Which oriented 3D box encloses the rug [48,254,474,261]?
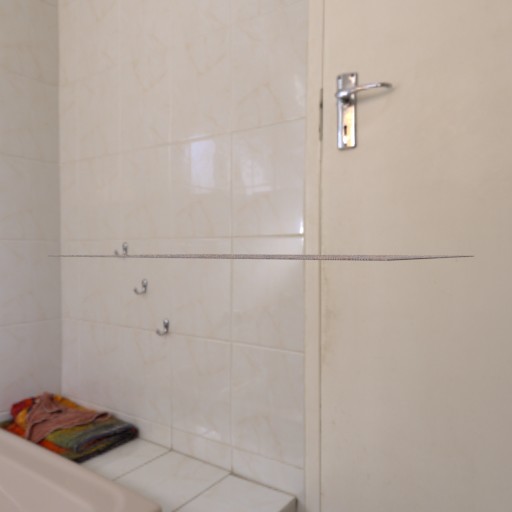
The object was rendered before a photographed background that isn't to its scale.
[{"bbox_3d":[0.000,0.000,2.273,1.818,0.005,1.217,0,1,37],"label":"rug"}]
